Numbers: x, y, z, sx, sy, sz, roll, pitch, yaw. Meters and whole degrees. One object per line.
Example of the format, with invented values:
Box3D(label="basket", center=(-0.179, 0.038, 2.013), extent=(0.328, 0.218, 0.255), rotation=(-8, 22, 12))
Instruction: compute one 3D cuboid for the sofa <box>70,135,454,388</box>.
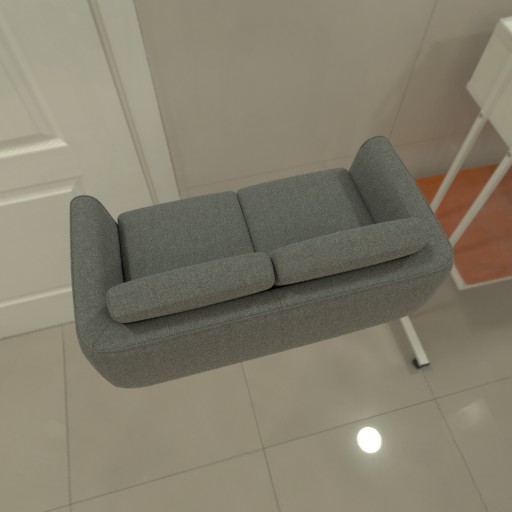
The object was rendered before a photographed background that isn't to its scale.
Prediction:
Box3D(label="sofa", center=(0.000, 0.000, 2.232), extent=(1.700, 0.870, 0.920), rotation=(-13, 60, -8))
